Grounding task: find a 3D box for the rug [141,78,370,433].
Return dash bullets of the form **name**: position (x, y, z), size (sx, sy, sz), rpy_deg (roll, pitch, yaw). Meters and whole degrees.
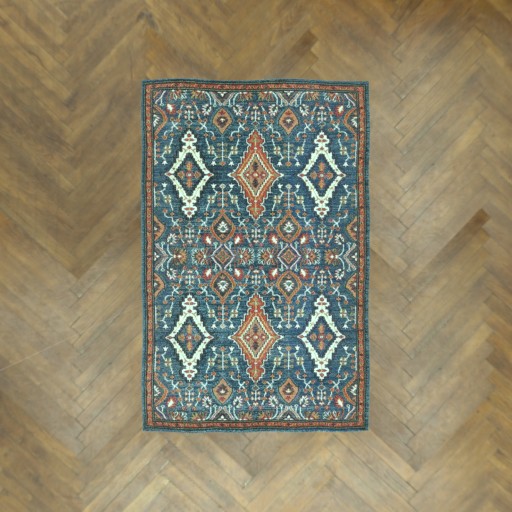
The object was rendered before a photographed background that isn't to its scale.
- **rug**: position (0.000, 0.000, 2.315), size (1.195, 0.014, 1.847), rpy_deg (0, 90, -1)
